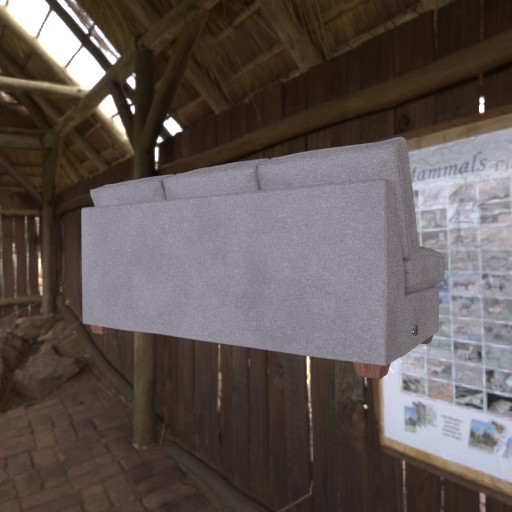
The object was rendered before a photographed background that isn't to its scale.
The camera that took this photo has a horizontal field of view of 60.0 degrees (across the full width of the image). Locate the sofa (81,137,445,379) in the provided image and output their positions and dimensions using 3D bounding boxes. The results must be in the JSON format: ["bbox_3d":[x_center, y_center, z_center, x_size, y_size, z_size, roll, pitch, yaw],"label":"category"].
[{"bbox_3d":[0.000,0.000,2.630,1.962,0.973,1.027,0,0,34],"label":"sofa"}]
